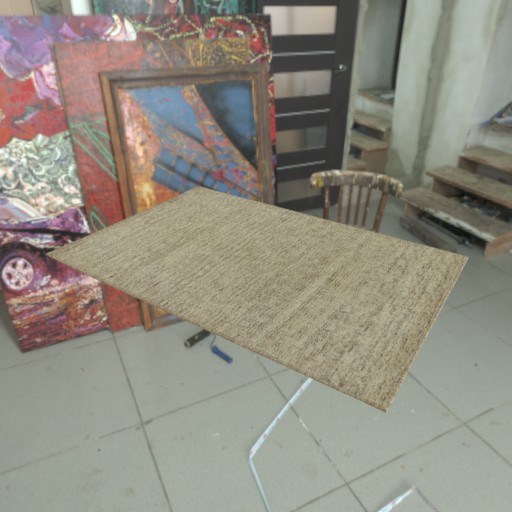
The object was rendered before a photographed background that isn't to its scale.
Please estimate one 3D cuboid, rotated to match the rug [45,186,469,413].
[{"bbox_3d":[0.000,0.000,2.289,1.822,0.018,1.211,18,34,29],"label":"rug"}]
